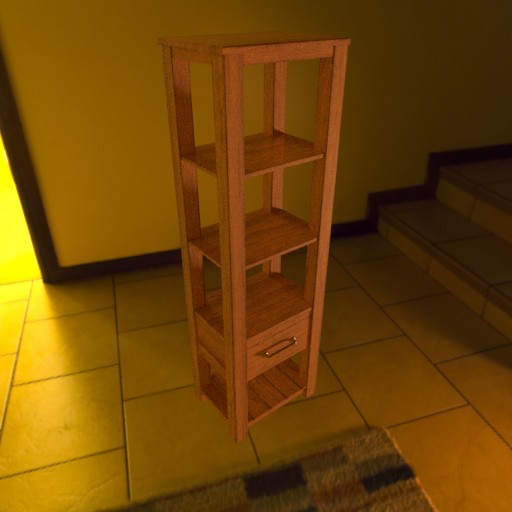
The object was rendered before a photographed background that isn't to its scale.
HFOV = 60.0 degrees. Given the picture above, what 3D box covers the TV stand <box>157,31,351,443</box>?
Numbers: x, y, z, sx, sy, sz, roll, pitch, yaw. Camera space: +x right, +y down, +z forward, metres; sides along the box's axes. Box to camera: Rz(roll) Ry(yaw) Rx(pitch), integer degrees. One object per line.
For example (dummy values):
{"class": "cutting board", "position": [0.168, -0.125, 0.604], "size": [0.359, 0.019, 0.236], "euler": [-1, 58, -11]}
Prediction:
{"class": "TV stand", "position": [0.000, 0.000, 2.062], "size": [0.565, 1.828, 0.435], "euler": [-21, 37, -32]}
